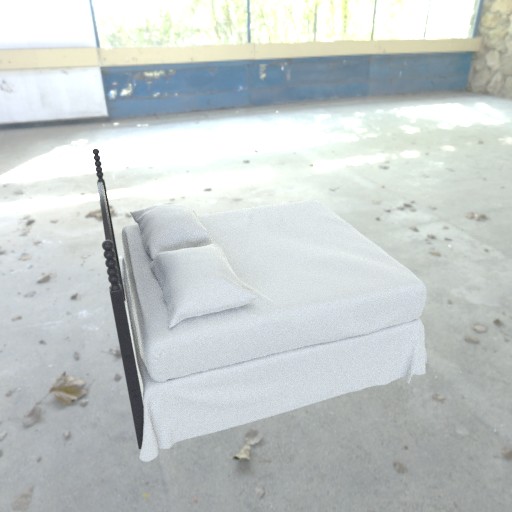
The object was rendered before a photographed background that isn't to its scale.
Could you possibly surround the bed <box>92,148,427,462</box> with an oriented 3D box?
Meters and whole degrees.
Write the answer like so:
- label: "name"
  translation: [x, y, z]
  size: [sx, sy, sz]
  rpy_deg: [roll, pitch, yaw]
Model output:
- label: "bed"
  translation: [0.000, 0.000, 3.244]
  size: [2.040, 1.356, 1.873]
  rpy_deg: [-10, 30, -17]
